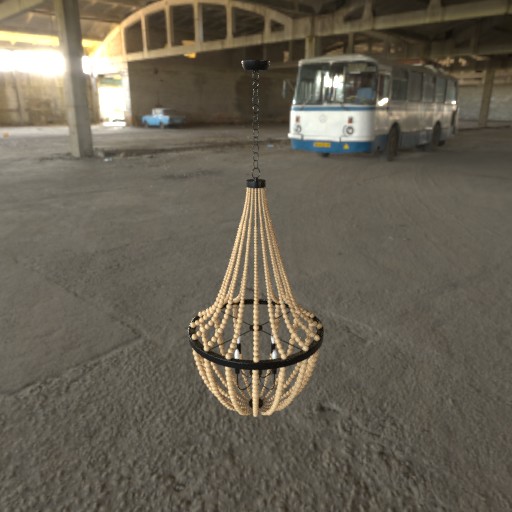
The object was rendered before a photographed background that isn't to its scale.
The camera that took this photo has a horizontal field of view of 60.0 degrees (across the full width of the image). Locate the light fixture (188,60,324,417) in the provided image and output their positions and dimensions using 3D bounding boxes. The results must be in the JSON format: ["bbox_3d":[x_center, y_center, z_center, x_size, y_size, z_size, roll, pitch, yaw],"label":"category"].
[{"bbox_3d":[0.000,0.000,1.405,0.450,1.133,0.450,0,19,0],"label":"light fixture"}]
